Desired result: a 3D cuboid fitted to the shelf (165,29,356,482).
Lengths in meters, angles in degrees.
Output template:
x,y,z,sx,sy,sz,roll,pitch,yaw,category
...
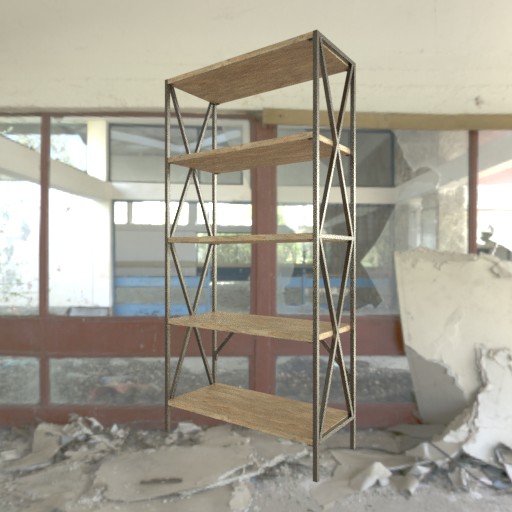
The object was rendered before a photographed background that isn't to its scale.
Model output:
x,y,z,sx,sy,sz,roll,pitch,yaw,category
0.000,0.000,2.176,0.874,1.803,0.386,0,0,36,shelf
